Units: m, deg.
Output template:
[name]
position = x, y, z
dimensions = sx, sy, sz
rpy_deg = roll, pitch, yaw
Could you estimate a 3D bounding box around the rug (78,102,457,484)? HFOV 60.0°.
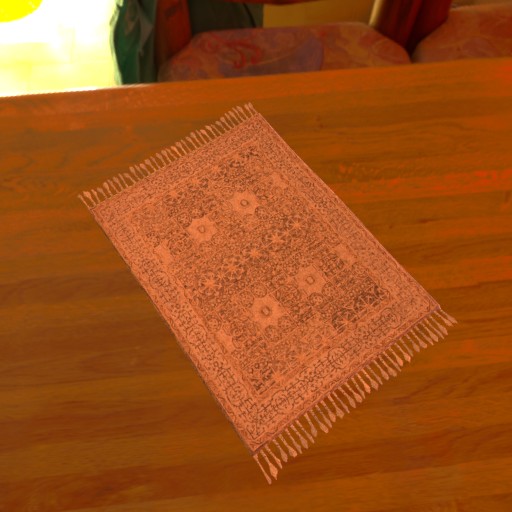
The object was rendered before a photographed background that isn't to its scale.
[rug]
position = 0.000, 0.000, 3.188
dimensions = 1.619, 0.023, 2.465
rpy_deg = -34, 70, -14
